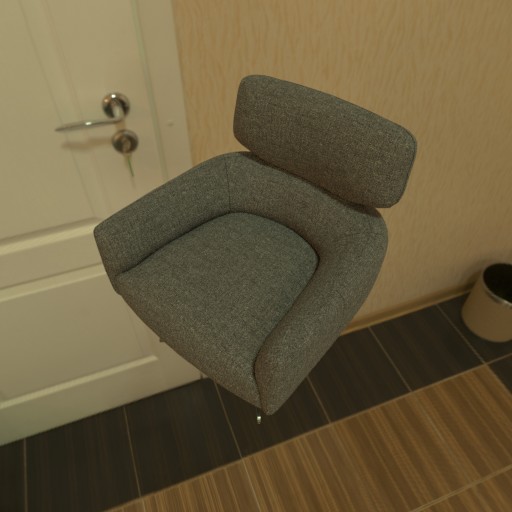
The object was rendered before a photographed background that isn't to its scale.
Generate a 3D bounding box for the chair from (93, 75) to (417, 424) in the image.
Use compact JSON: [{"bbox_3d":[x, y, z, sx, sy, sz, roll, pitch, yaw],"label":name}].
[{"bbox_3d":[0.000,0.000,1.369,0.706,0.812,0.715,32,54,26],"label":"chair"}]
